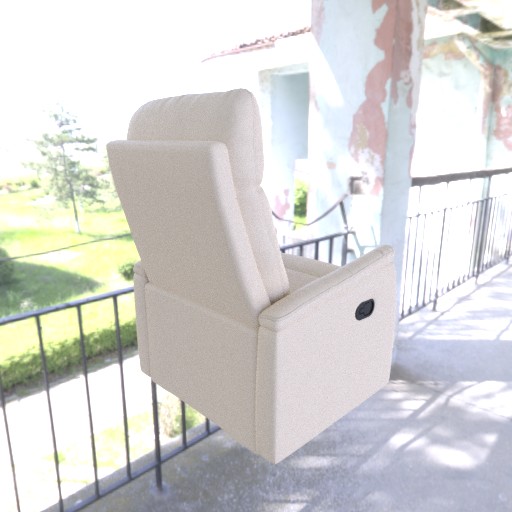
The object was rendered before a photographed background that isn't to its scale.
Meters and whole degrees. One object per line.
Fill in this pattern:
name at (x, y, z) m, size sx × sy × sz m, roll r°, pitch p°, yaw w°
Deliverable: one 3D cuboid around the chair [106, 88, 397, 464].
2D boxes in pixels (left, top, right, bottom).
chair at (0.000, 0.000, 1.615) m, size 0.831 × 1.082 × 0.775 m, roll -14°, pitch 21°, yaw -42°
